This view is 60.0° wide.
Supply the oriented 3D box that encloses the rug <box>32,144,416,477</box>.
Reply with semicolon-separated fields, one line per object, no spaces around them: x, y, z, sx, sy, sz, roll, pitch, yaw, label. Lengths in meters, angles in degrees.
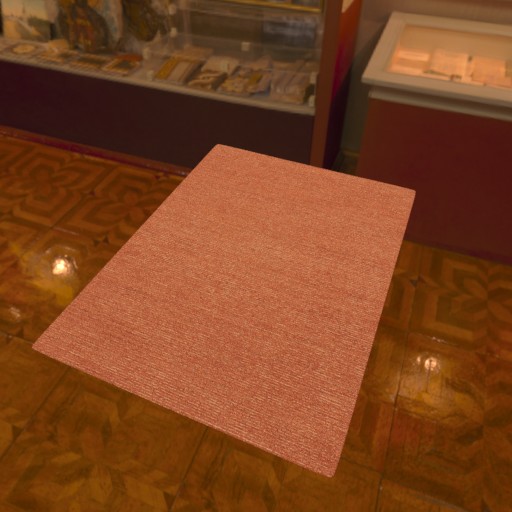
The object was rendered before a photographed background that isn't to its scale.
0.000;0.000;2.710;1.594;0.009;2.112;17;48;16;rug
